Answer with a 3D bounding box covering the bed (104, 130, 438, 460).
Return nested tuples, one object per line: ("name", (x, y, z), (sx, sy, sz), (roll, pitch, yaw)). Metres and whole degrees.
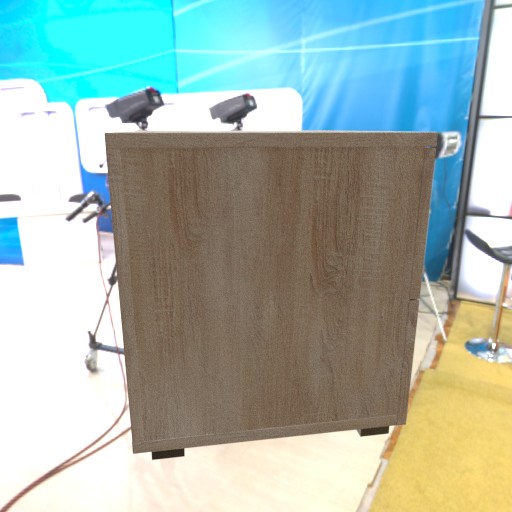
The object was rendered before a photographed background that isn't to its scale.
("bed", (0.000, 0.000, 0.775), (0.401, 0.420, 0.460), (-3, 16, -9))
